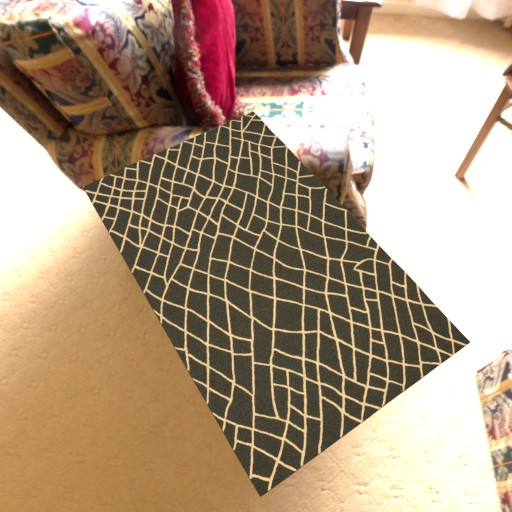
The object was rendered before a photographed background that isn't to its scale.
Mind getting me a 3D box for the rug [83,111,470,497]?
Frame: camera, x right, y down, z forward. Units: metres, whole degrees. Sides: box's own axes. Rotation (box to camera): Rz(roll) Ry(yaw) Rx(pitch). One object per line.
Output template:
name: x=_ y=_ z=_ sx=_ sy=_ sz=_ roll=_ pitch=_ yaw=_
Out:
rug: x=0.000 y=0.000 z=3.009 sx=1.529 sy=0.017 sz=2.448 roll=-29 pitch=63 yaw=-16
